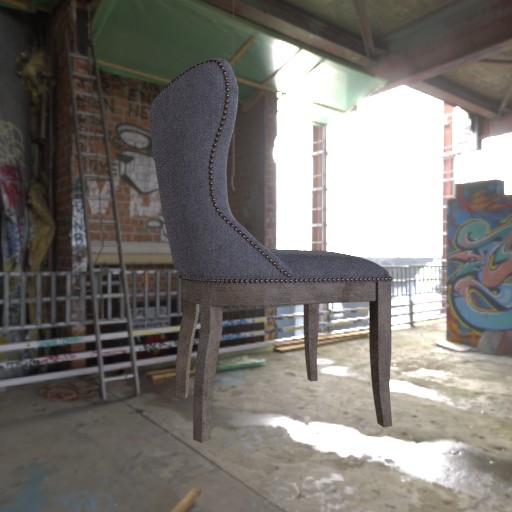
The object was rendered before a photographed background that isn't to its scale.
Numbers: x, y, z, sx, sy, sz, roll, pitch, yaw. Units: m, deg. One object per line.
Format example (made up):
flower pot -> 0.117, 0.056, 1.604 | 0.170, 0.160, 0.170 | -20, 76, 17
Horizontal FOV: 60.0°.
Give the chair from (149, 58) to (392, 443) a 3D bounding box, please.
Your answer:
chair -> 0.000, 0.000, 1.457 | 0.681, 1.002, 0.654 | 0, 0, -18
